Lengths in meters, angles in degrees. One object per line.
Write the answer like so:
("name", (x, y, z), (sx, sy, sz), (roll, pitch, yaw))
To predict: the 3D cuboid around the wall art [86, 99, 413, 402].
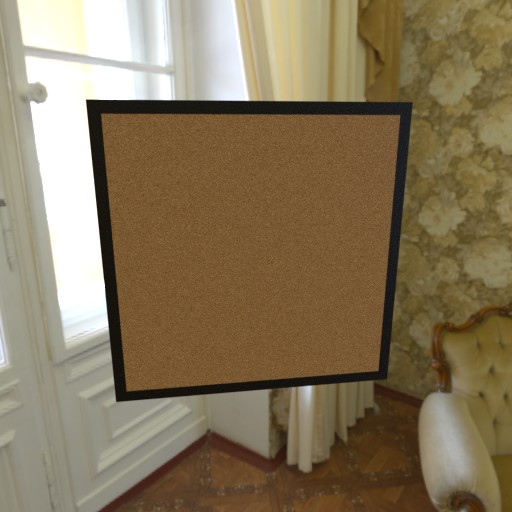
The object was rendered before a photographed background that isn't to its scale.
("wall art", (0.000, 0.000, 0.770), (0.508, 0.508, 0.038), (-2, 16, -8))
